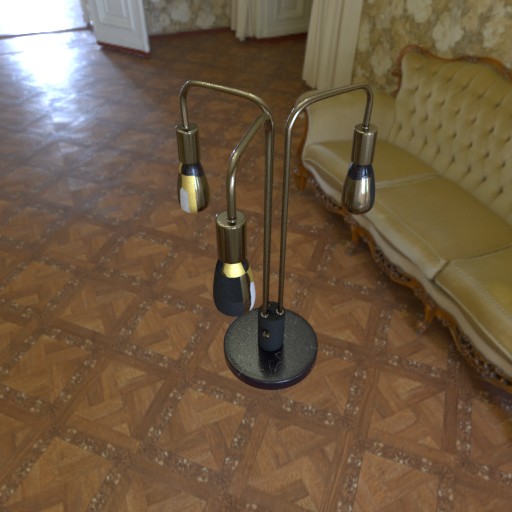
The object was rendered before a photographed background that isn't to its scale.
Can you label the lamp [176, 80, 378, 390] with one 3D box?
[{"bbox_3d":[0.000,0.000,0.794,0.355,0.560,0.368,13,43,15],"label":"lamp"}]
